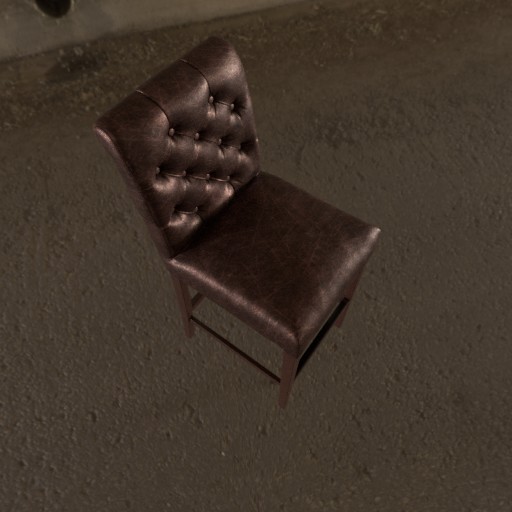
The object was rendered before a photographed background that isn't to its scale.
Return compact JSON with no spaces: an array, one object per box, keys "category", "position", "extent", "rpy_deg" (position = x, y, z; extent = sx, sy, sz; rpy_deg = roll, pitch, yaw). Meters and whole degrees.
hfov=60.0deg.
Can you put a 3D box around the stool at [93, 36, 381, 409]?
[{"category":"stool","position":[0.000,0.000,1.514],"extent":[0.659,1.168,0.483],"rpy_deg":[32,63,19]}]
